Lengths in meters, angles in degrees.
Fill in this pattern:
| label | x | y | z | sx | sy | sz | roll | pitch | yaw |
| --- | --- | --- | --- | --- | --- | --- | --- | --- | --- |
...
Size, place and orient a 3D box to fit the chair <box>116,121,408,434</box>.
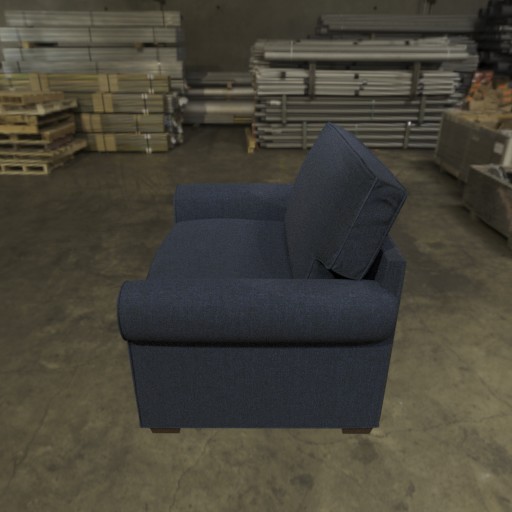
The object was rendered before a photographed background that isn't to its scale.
| label | x | y | z | sx | sy | sz | roll | pitch | yaw |
| --- | --- | --- | --- | --- | --- | --- | --- | --- | --- |
| chair | 0.000 | 0.000 | 2.008 | 0.963 | 1.044 | 1.285 | 0 | 26 | 0 |
